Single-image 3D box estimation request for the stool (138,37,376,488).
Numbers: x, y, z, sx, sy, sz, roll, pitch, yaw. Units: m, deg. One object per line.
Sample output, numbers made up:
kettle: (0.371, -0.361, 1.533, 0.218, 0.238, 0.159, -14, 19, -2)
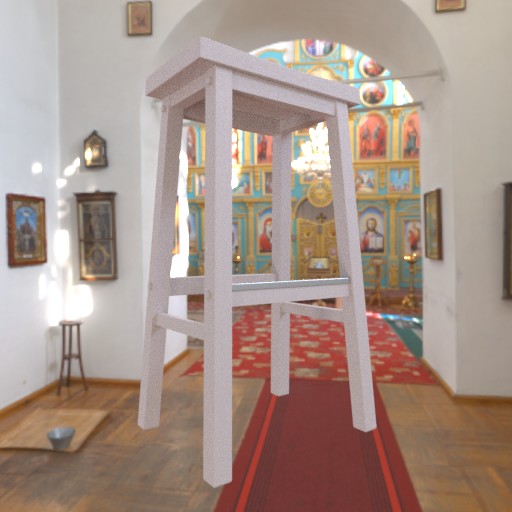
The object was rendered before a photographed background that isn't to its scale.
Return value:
stool: (0.000, 0.000, 0.956, 0.406, 0.742, 0.322, 0, 1, -36)
